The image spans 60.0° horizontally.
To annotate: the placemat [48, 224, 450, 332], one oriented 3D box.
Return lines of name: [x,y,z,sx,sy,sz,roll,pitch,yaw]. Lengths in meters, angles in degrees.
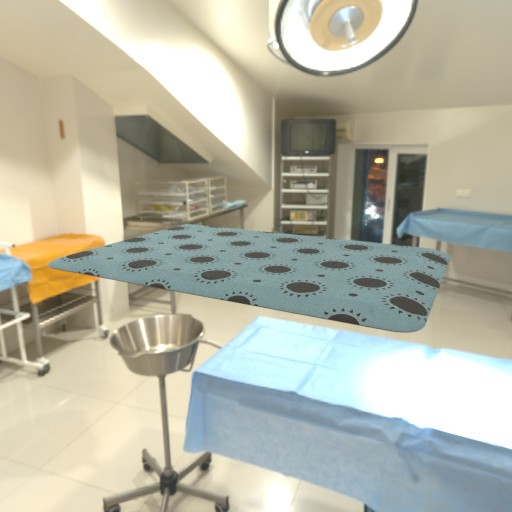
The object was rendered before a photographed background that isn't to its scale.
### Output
placemat: [0.000,0.000,0.979,0.762,0.021,0.508,7,16,26]
